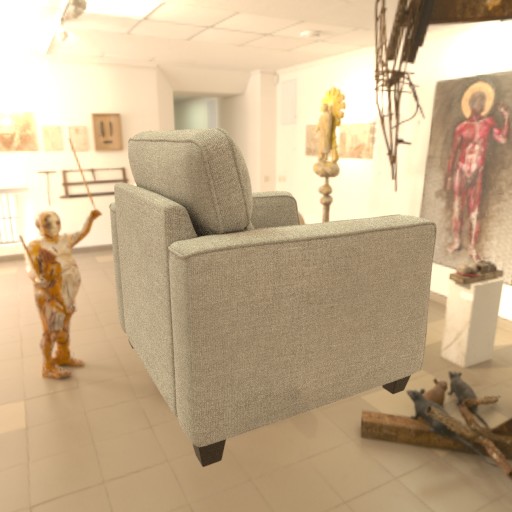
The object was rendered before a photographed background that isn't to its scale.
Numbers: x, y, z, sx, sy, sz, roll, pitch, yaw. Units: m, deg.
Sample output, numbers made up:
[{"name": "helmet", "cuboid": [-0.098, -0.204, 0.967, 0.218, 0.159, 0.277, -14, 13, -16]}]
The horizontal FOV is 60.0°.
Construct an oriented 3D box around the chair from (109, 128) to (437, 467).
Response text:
[{"name": "chair", "cuboid": [0.000, 0.000, 1.765, 0.939, 0.965, 1.015, -8, 17, -27]}]
